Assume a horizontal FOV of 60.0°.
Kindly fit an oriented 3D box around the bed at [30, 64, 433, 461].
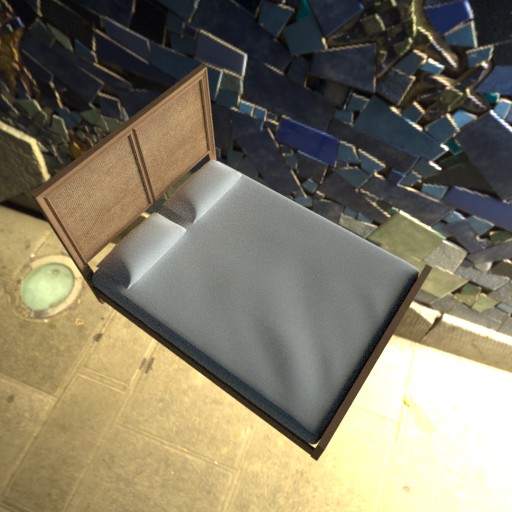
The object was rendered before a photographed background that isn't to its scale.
[{"bbox_3d":[0.000,0.000,3.244,2.184,1.387,1.606,31,62,19],"label":"bed"}]
